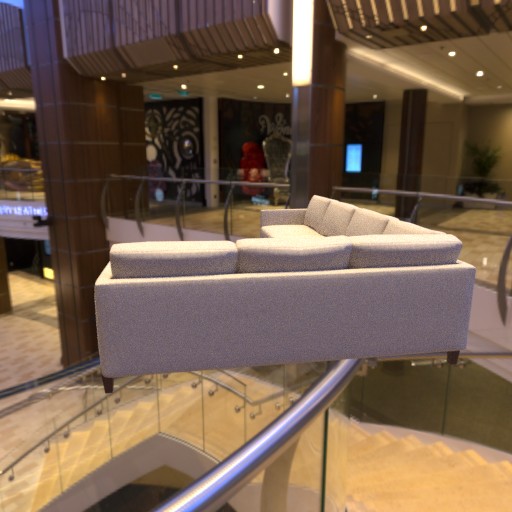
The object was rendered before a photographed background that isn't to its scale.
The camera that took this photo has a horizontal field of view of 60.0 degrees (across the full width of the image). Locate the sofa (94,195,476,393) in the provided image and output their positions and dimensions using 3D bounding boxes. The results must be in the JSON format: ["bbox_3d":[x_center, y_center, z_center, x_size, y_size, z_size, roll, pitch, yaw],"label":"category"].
[{"bbox_3d":[0.000,0.000,4.410,2.522,0.934,3.333,-2,13,-9],"label":"sofa"}]
